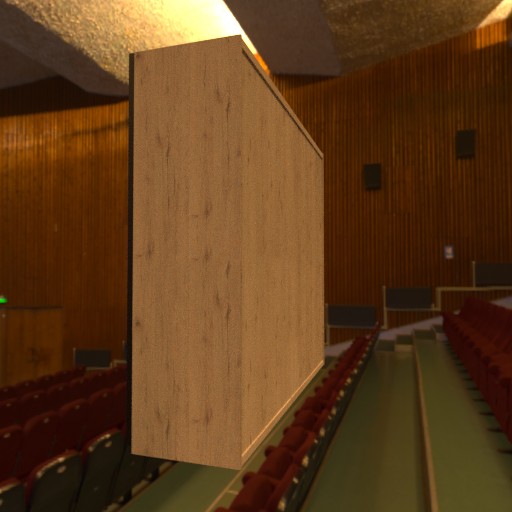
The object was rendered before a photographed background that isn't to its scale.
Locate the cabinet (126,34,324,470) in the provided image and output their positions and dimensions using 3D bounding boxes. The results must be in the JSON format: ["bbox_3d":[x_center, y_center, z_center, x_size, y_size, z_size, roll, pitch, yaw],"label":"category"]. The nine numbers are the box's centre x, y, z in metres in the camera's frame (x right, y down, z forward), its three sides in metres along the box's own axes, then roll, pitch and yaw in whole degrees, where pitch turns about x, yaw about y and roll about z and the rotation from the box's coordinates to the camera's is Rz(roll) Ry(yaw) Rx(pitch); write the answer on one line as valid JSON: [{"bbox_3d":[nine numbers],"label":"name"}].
[{"bbox_3d":[0.000,0.000,3.501,0.660,2.180,2.500,0,-2,18],"label":"cabinet"}]
